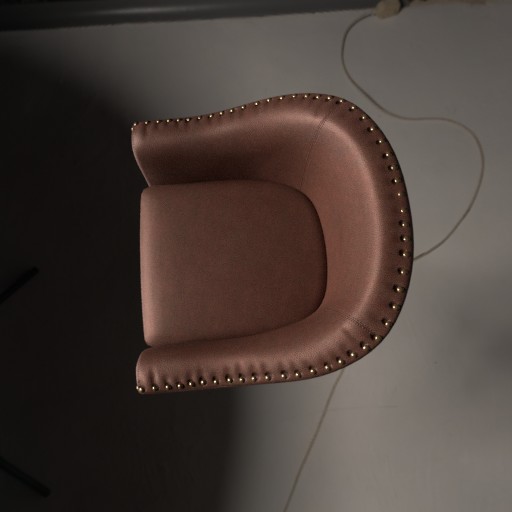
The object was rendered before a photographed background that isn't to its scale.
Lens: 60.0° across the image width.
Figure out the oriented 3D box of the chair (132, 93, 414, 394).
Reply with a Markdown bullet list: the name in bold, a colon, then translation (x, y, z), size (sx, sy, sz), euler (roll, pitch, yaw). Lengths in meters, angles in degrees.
- **chair**: translation (0.000, 0.000, 1.449), size (0.748, 0.823, 0.794), euler (-5, 76, -1)
